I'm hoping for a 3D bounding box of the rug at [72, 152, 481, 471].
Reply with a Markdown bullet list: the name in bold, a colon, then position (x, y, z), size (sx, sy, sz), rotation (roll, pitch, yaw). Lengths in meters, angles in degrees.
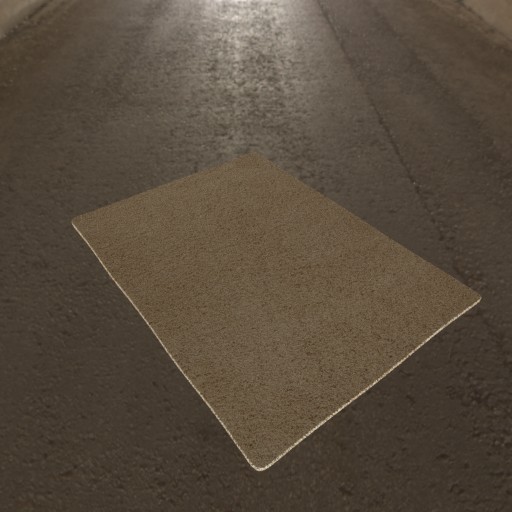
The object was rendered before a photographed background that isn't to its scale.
- **rug**: position (0.000, 0.000, 2.085), size (1.199, 0.025, 1.600), rotation (-27, 48, -27)
